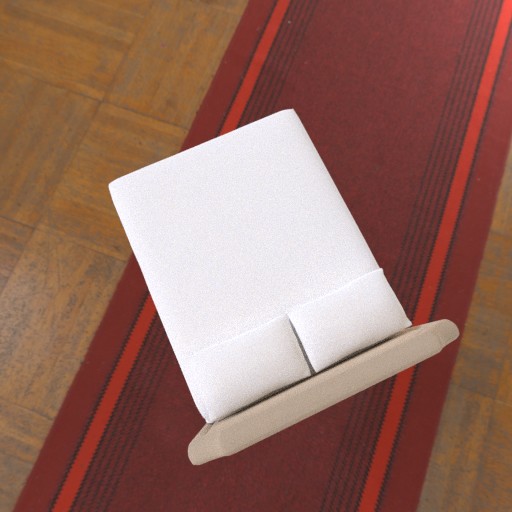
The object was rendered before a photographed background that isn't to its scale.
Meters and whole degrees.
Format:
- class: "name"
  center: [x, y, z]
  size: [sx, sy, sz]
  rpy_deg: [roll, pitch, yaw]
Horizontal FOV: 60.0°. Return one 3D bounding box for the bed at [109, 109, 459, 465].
- class: "bed"
  center: [0.000, 0.000, 3.321]
  size: [1.828, 1.301, 2.204]
  rpy_deg: [-24, 77, -6]
